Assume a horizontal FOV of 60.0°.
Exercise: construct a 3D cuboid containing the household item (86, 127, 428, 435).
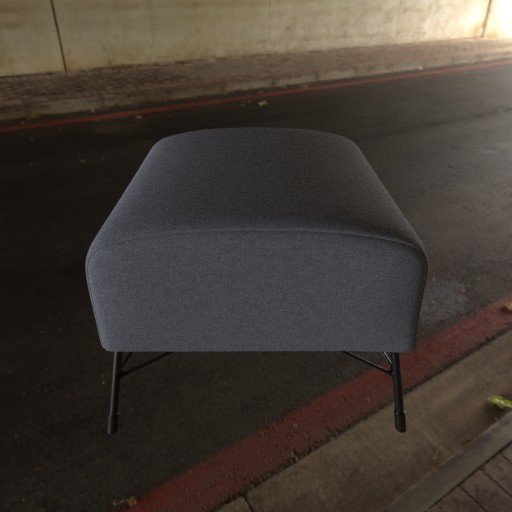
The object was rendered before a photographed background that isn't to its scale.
[{"bbox_3d":[0.000,0.000,0.900,0.530,0.410,0.530,0,31,0],"label":"household item"}]
